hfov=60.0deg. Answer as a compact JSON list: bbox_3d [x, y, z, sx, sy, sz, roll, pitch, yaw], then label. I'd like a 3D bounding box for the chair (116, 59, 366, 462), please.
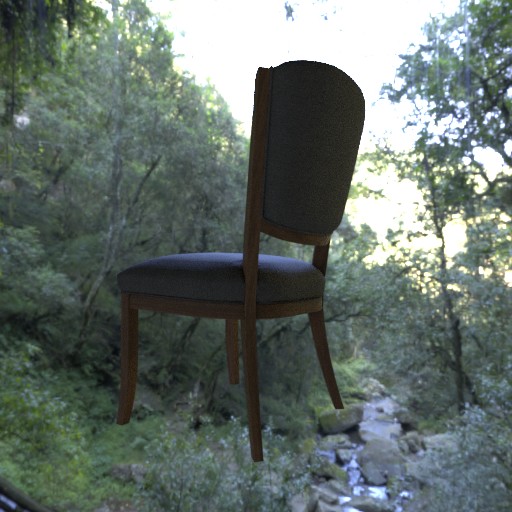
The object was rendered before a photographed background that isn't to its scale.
[{"bbox_3d":[0.000,0.000,1.248,0.584,0.905,0.513,-1,-1,35],"label":"chair"}]
